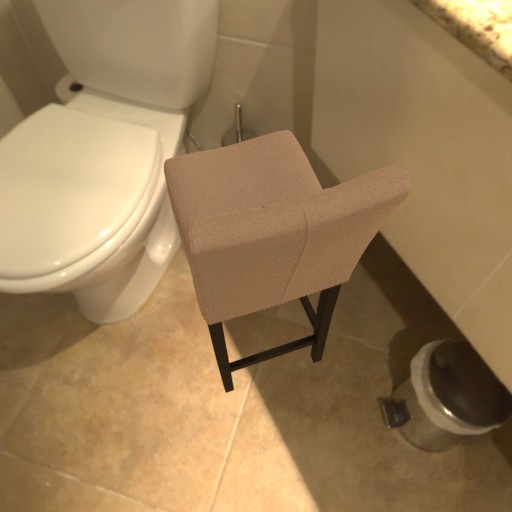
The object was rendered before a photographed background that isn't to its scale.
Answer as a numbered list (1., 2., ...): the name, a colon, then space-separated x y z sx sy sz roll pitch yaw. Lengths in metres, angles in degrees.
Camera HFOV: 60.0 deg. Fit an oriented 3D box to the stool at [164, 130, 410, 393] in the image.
1. stool: 0.000 0.000 1.292 0.411 1.047 0.548 -16 60 -10
